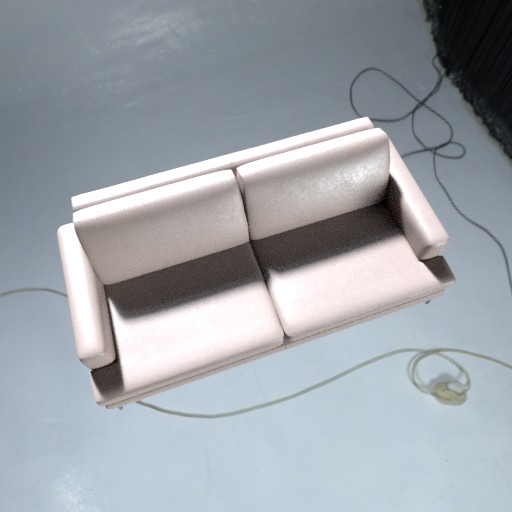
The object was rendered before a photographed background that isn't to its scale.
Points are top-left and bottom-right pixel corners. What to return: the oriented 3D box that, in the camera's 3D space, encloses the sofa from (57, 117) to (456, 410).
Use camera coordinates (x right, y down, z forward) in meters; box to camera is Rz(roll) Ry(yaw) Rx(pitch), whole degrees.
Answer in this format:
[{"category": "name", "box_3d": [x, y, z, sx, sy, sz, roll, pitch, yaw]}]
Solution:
[{"category": "sofa", "box_3d": [0.000, 0.000, 2.394, 1.940, 0.765, 0.974, -17, 65, -8]}]
